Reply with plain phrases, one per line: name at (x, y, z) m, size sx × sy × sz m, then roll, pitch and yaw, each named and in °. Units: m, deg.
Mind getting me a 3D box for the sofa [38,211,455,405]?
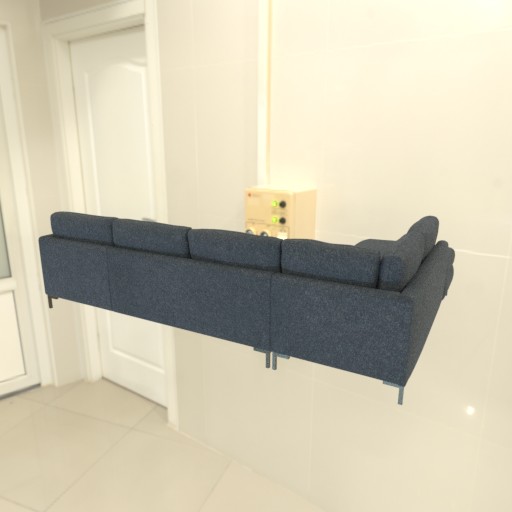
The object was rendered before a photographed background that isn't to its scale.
sofa at (0.000, 0.000, 3.758) m, size 2.956 × 0.813 × 2.007 m, roll 8°, pitch 17°, yaw 28°
